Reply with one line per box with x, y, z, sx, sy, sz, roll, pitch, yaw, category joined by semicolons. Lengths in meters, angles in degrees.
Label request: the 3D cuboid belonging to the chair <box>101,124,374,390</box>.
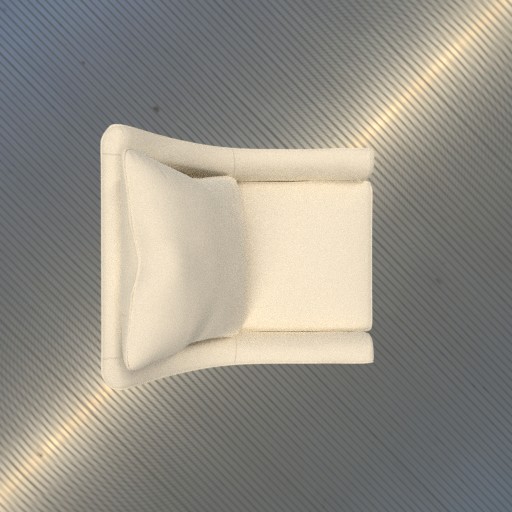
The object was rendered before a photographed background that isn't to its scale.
0.000;0.000;1.580;0.876;0.965;0.756;0;90;-1;chair
